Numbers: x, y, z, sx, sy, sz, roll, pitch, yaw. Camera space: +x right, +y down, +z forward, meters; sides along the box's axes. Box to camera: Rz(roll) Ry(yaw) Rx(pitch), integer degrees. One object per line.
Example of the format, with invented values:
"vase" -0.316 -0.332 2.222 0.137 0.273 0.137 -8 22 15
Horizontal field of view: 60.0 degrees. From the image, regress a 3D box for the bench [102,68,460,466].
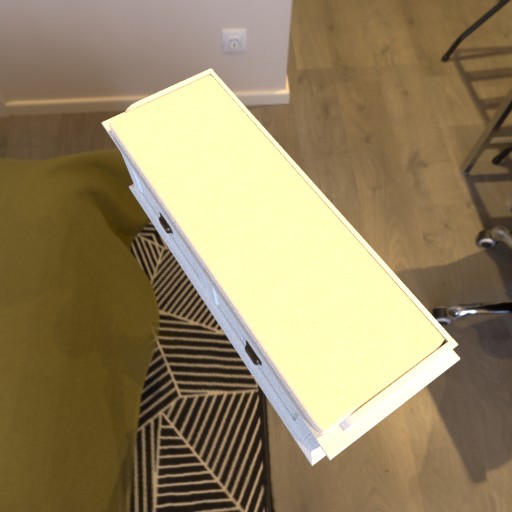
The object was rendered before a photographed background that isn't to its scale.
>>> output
"bench" 0.000 0.000 1.422 0.402 0.486 1.185 -31 67 -15
